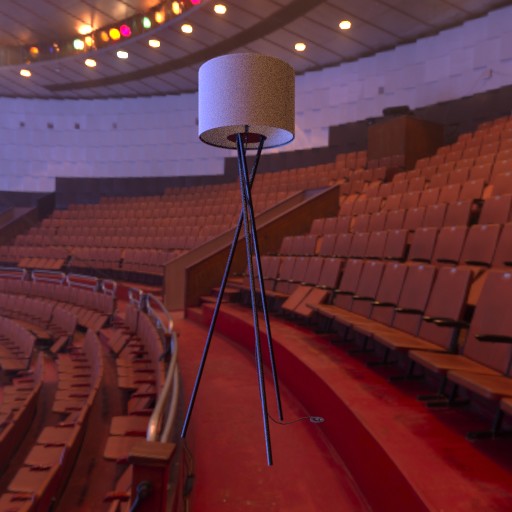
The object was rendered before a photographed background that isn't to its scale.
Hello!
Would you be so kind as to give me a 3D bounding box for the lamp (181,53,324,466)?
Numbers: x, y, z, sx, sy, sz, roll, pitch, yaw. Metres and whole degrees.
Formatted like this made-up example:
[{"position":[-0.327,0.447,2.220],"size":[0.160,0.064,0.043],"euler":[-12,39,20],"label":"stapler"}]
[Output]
[{"position":[0.000,0.000,1.962],"size":[0.667,1.624,0.522],"euler":[0,0,0],"label":"lamp"}]
